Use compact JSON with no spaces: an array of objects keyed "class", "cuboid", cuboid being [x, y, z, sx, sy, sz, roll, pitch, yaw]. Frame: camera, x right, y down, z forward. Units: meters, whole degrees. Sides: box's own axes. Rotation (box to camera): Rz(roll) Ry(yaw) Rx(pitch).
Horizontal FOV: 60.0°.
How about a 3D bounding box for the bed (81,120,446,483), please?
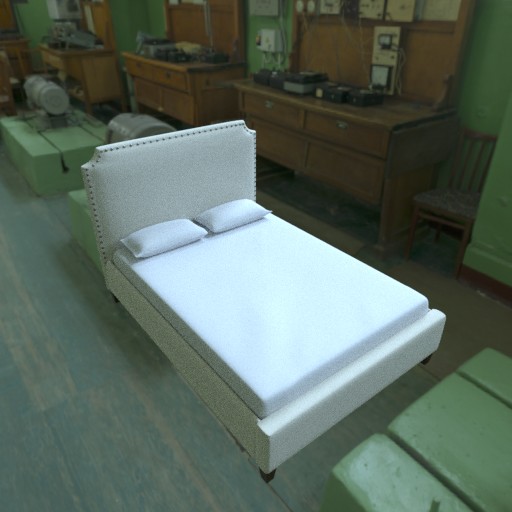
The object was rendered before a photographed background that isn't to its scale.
[{"class":"bed","cuboid":[0.000,0.000,3.444,1.712,1.443,2.372,-22,37,-32]}]
